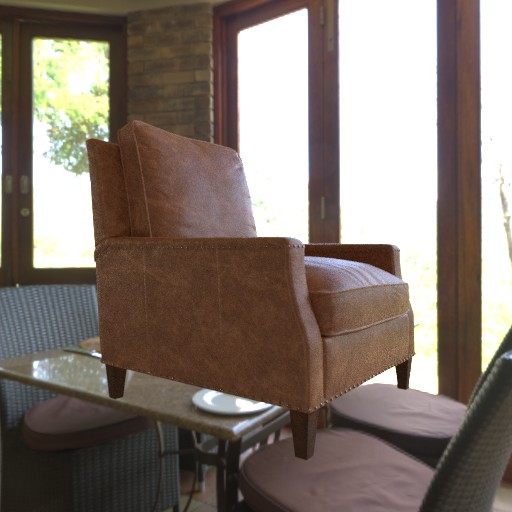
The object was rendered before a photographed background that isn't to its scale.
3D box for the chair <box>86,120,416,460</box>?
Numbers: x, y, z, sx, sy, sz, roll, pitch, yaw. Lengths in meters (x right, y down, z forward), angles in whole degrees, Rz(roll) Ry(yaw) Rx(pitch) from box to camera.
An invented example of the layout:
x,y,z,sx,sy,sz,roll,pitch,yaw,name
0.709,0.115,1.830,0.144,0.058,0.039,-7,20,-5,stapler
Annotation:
x,y,z,sx,sy,sz,roll,pitch,yaw,name
0.000,0.000,1.739,1.035,1.054,0.854,0,0,37,chair
